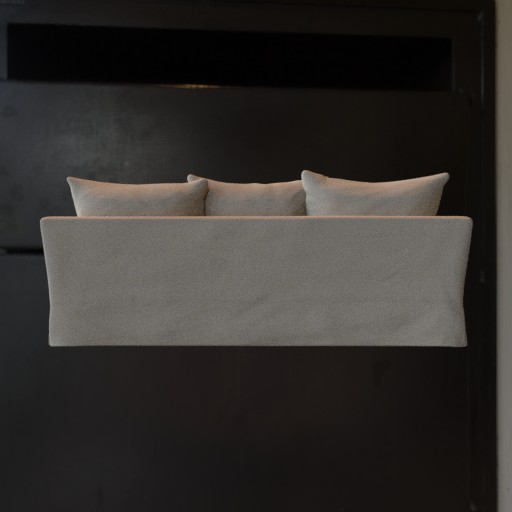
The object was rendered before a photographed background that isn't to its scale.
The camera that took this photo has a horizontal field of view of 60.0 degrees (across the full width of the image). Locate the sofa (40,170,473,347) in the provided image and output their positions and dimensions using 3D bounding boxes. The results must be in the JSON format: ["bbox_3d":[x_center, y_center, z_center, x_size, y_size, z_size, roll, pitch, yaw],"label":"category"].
[{"bbox_3d":[0.000,0.000,3.025,2.499,1.047,1.046,0,0,0],"label":"sofa"}]
